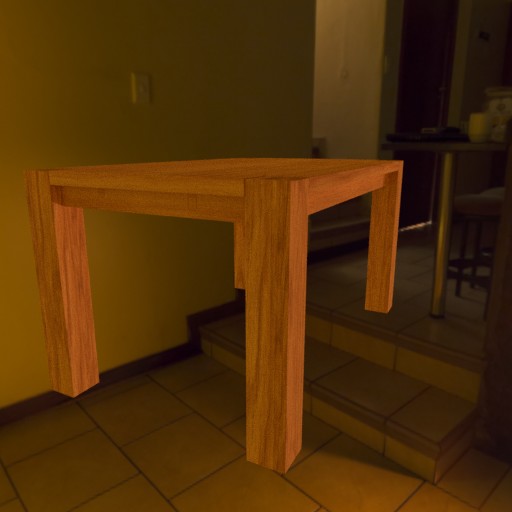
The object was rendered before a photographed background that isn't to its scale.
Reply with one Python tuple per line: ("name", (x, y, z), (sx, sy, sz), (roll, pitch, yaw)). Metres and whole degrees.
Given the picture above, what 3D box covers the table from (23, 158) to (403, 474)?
("table", (0.000, 0.000, 1.866), (0.900, 0.760, 1.400), (7, 16, 27))
